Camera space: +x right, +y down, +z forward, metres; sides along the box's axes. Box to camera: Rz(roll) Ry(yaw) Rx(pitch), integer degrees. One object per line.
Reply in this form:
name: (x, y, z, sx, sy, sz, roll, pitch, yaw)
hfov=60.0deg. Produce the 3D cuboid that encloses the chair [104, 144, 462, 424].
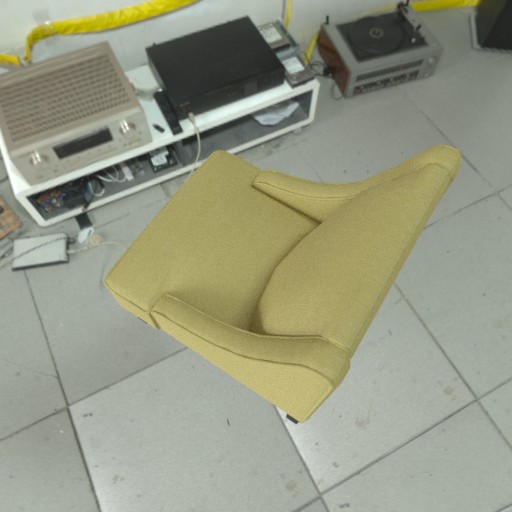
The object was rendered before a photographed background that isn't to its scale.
chair: (0.000, 0.000, 1.461, 0.814, 0.896, 0.696, 30, 67, 14)
